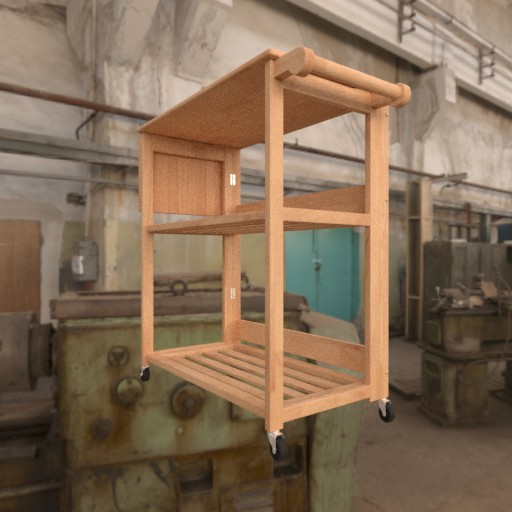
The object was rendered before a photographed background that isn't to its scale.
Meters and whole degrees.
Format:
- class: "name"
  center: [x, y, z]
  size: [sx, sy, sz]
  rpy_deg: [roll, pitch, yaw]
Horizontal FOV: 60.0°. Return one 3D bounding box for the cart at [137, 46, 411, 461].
- class: "cart"
  center: [0.000, 0.000, 1.333]
  size: [0.432, 0.879, 0.853]
  rpy_deg: [0, 0, -36]
